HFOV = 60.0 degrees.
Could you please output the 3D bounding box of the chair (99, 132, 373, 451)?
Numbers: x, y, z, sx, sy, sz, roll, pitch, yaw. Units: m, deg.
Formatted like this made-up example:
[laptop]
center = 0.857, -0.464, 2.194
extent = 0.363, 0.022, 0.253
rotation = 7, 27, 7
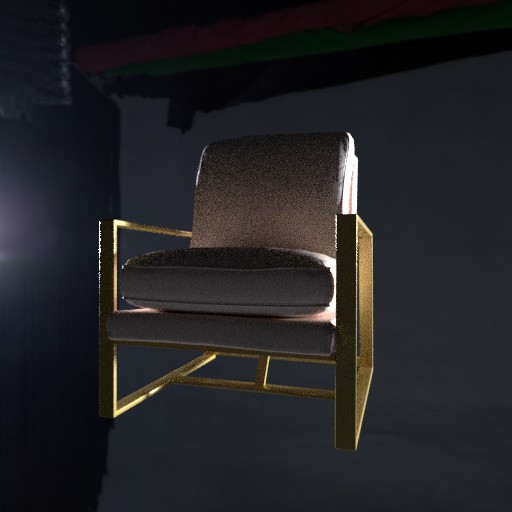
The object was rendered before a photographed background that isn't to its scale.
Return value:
[chair]
center = 0.000, 0.000, 1.557
extent = 0.758, 0.956, 0.813
rotation = 0, 1, 18
